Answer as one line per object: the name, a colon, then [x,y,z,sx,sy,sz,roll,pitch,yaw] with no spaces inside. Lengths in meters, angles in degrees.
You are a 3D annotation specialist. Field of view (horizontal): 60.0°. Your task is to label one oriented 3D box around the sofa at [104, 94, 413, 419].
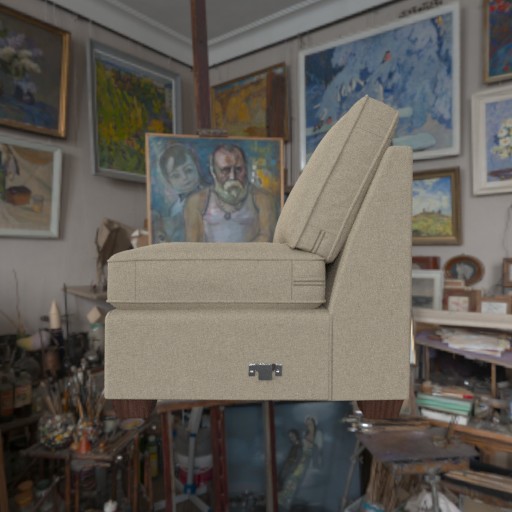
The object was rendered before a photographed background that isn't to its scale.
sofa: [0.000,0.000,1.948,0.951,1.008,1.237,0,0,0]
